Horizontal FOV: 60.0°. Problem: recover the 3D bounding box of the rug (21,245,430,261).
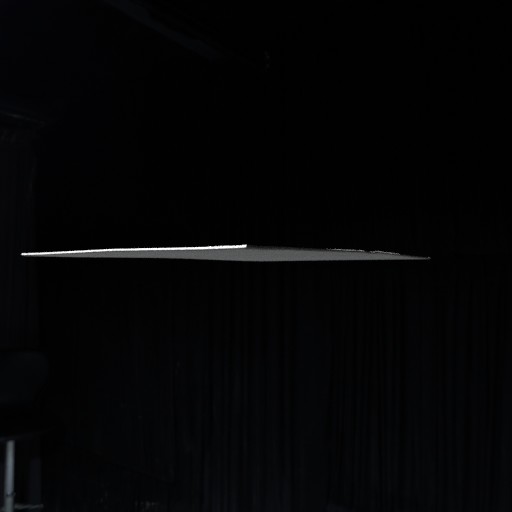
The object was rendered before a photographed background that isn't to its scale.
[{"bbox_3d":[0.000,0.000,3.692,2.032,0.038,2.869,-1,-2,37],"label":"rug"}]
